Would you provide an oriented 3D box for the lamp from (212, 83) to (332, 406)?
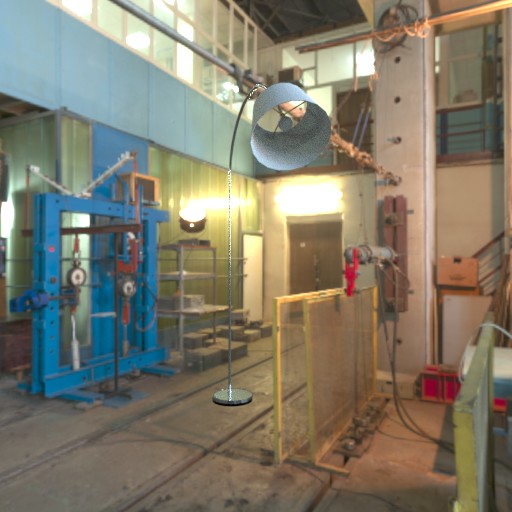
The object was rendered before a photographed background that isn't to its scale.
[{"bbox_3d":[0.000,0.000,2.700,0.406,2.098,1.445,0,0,-18],"label":"lamp"}]
